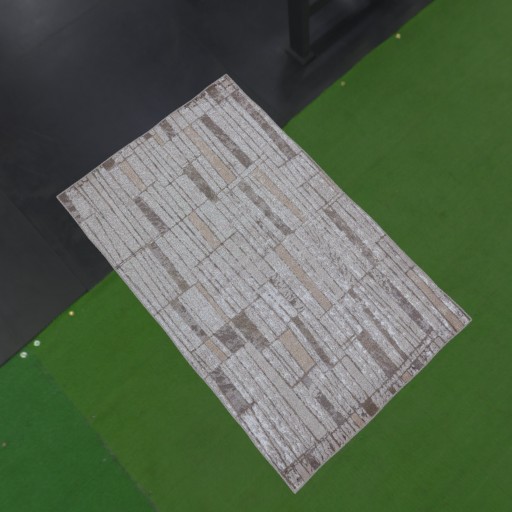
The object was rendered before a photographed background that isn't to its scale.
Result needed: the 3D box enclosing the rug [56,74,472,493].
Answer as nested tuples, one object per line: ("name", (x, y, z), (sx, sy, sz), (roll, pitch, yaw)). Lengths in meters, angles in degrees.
("rug", (0.000, 0.000, 2.932), (1.531, 0.023, 2.444), (-40, 78, -10))
